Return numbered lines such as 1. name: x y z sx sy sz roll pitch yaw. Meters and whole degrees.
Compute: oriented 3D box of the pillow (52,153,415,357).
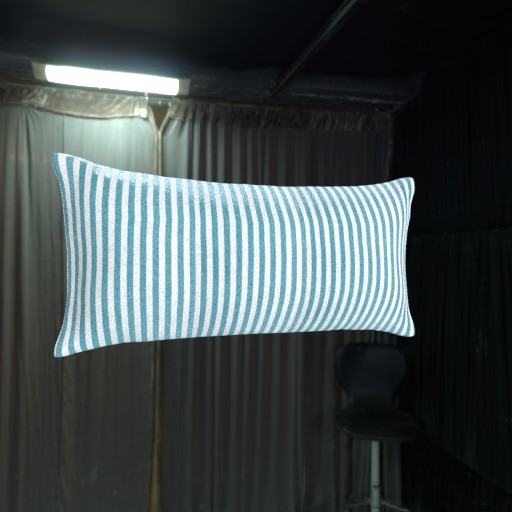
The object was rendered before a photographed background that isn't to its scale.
1. pillow: 0.000 0.000 0.731 0.617 0.295 0.151 0 -1 -18
